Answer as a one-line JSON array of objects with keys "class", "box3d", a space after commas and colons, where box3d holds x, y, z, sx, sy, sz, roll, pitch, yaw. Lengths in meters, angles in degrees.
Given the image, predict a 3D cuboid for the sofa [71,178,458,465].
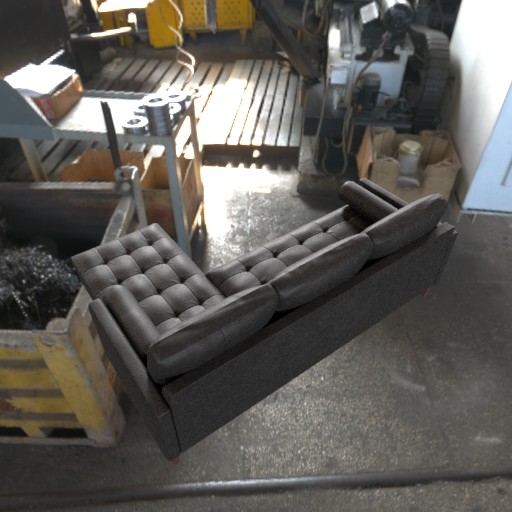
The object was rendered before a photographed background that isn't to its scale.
[{"class": "sofa", "box3d": [0.000, 0.000, 2.946, 2.178, 0.876, 1.497, -26, 48, -26]}]
